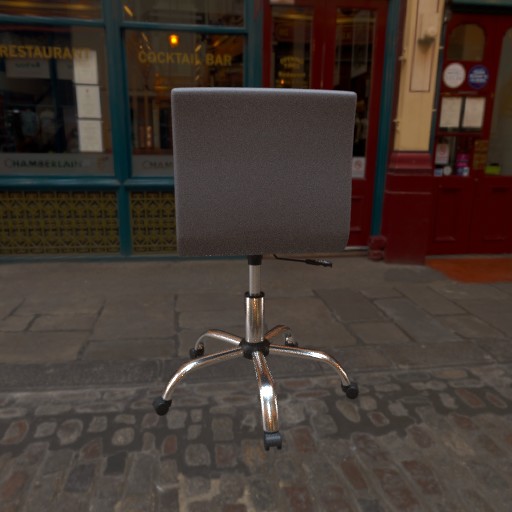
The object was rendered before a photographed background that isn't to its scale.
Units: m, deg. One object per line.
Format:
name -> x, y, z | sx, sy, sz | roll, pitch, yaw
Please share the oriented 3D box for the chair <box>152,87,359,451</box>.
chair -> 0.000, 0.000, 1.148 | 0.556, 0.780, 0.530 | -2, 13, -8
